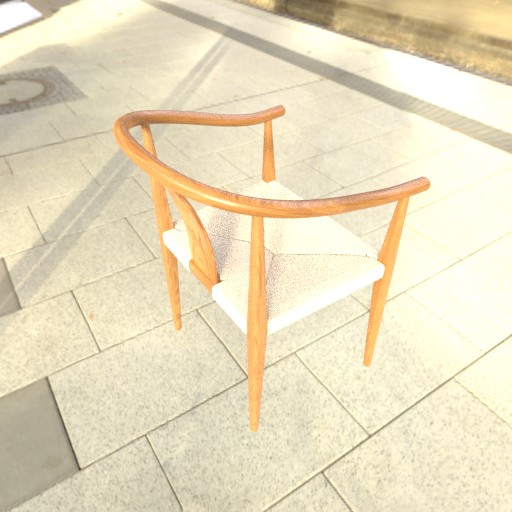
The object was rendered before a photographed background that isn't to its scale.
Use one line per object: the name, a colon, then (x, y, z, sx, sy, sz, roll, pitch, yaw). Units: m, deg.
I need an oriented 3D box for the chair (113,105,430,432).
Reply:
chair: (0.000, 0.000, 1.207, 0.579, 0.800, 0.556, -25, 46, -26)
